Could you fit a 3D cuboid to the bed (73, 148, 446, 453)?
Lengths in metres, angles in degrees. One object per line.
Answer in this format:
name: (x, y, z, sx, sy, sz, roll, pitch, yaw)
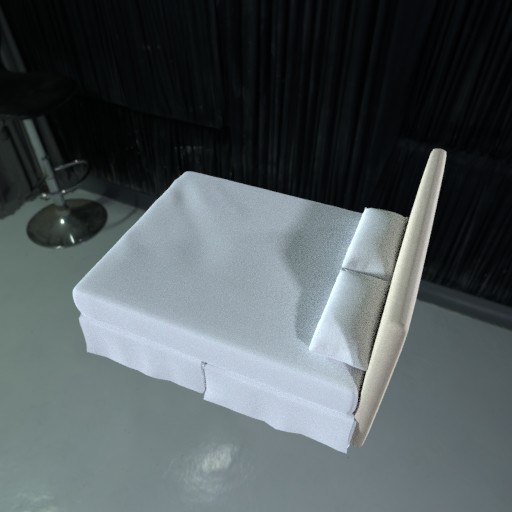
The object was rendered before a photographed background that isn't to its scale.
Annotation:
bed: (0.000, 0.000, 3.196, 2.142, 1.330, 1.723, 16, 47, 16)
